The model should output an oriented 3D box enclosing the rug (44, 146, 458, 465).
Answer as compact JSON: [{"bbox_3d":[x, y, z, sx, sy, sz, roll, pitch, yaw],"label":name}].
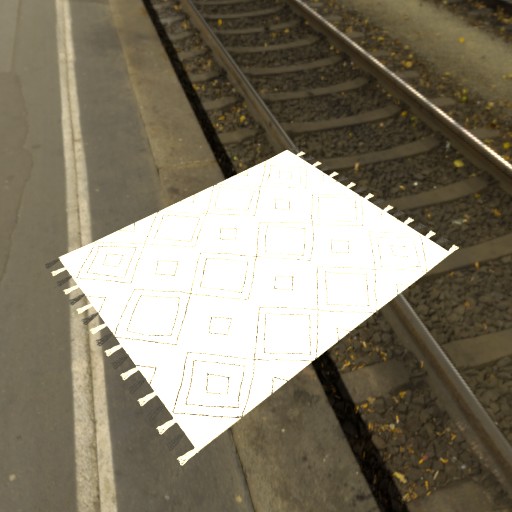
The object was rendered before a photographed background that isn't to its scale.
[{"bbox_3d":[0.000,0.000,4.232,3.221,0.026,2.342,-31,53,-26],"label":"rug"}]
